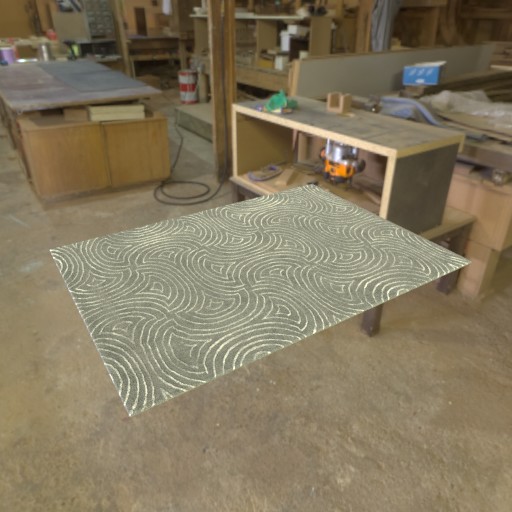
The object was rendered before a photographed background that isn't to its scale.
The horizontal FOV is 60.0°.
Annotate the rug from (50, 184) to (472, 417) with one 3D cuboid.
[{"bbox_3d":[0.000,0.000,2.771,2.144,0.015,1.543,-18,35,-28],"label":"rug"}]
